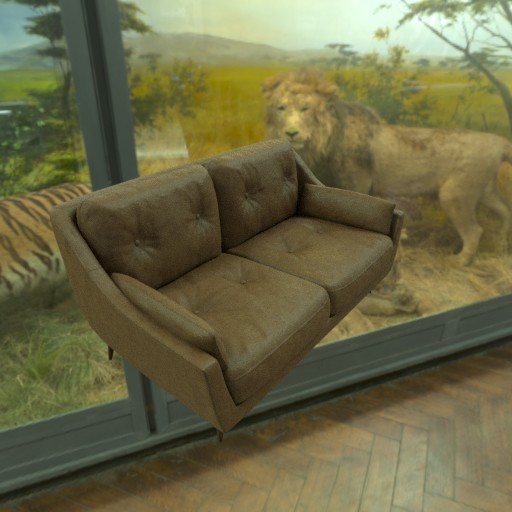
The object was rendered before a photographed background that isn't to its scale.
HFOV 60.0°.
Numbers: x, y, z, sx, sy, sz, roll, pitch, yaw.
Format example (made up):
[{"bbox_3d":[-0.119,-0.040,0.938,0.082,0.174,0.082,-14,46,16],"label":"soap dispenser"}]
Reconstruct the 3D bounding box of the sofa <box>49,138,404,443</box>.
[{"bbox_3d":[0.000,0.000,2.300,0.981,0.886,1.731,19,33,33],"label":"sofa"}]
